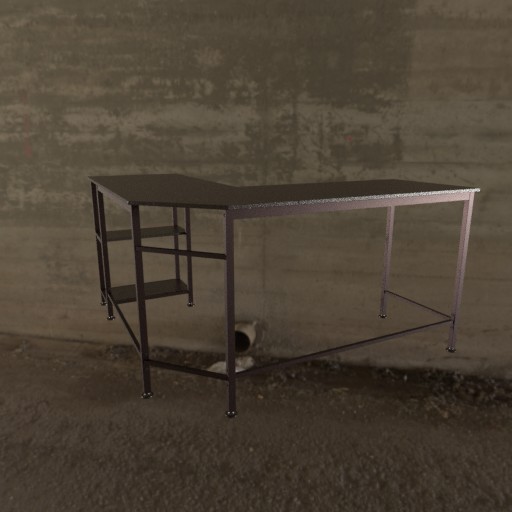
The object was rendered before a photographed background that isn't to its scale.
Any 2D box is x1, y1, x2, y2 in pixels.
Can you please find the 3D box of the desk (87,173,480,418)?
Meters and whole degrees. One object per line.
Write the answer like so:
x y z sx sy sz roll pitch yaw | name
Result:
0.000 0.000 2.220 1.379 0.739 1.379 -7 16 -26 | desk
